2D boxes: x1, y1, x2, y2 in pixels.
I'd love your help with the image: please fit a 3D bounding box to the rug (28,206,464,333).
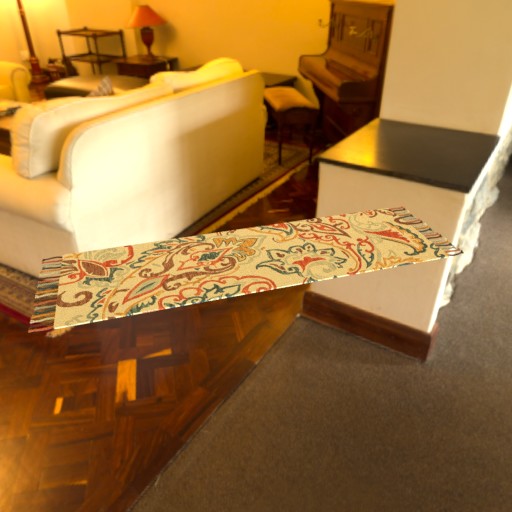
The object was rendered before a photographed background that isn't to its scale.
[{"bbox_3d":[0.000,0.000,2.920,2.682,0.015,0.763,-9,33,-14],"label":"rug"}]
